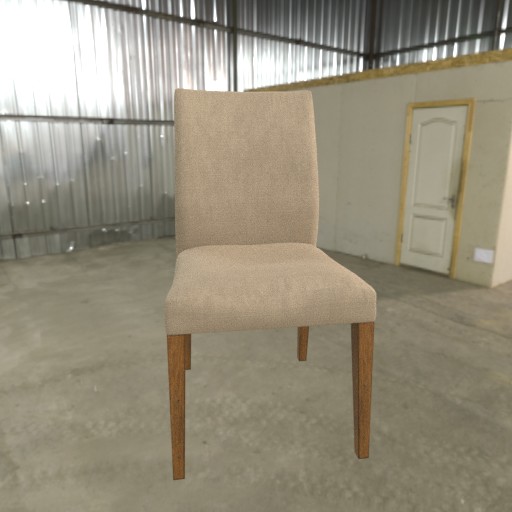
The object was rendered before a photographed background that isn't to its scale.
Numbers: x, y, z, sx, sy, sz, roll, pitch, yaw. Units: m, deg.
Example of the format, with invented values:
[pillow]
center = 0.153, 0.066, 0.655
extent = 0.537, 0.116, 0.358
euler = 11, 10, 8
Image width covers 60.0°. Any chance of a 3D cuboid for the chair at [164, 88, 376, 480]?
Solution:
[chair]
center = 0.000, 0.000, 1.260
extent = 0.496, 0.940, 0.585
euler = -2, 15, -9
